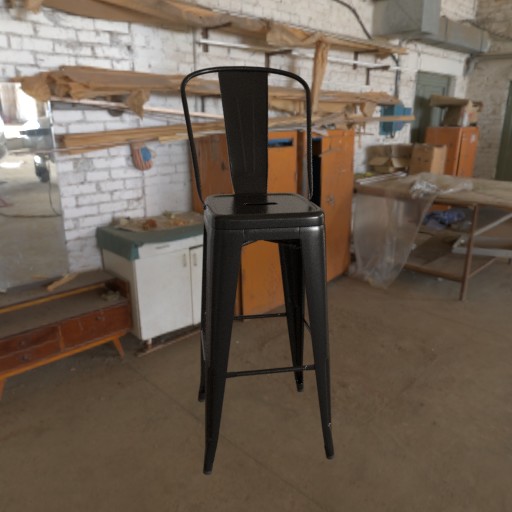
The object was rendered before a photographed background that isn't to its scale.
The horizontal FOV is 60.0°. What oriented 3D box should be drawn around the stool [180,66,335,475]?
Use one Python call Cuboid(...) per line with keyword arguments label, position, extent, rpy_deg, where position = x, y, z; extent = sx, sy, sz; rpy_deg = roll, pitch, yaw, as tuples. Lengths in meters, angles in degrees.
Cuboid(label="stool", position=(0.000, 0.000, 1.324), extent=(0.399, 1.096, 0.513), rpy_deg=(-3, 18, -9))
